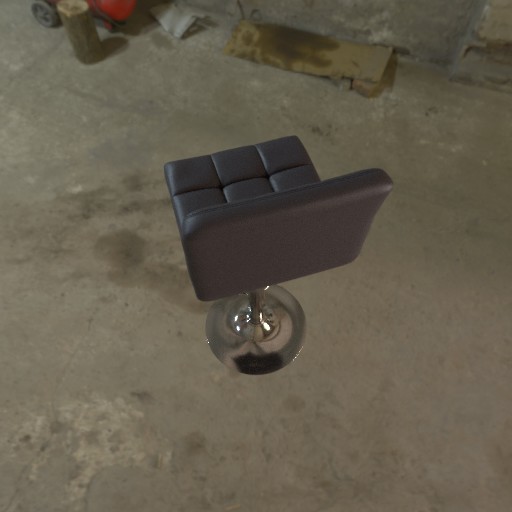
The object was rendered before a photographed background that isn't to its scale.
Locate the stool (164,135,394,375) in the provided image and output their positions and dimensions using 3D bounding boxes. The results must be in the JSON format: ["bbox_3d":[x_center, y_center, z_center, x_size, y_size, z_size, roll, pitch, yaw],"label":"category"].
[{"bbox_3d":[0.000,0.000,1.391,0.430,1.115,0.505,-15,60,-9],"label":"stool"}]
